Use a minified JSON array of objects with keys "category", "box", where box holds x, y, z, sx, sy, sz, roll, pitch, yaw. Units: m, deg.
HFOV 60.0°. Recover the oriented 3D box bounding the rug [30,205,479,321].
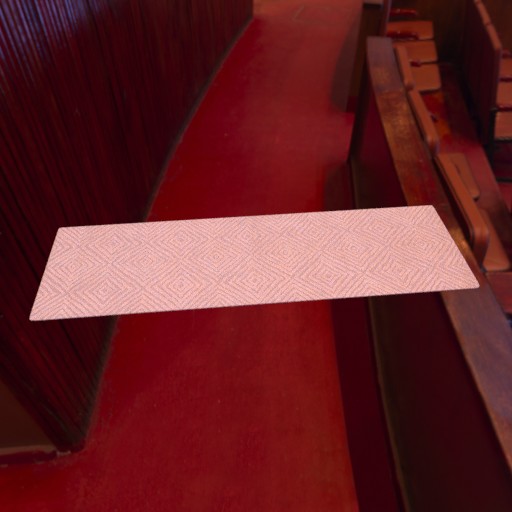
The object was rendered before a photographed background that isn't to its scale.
[{"category":"rug","box":[0.000,0.000,2.460,2.277,0.008,0.676,-4,45,-4]}]
